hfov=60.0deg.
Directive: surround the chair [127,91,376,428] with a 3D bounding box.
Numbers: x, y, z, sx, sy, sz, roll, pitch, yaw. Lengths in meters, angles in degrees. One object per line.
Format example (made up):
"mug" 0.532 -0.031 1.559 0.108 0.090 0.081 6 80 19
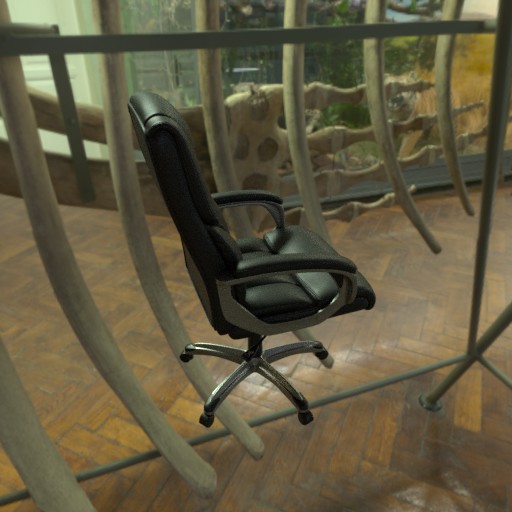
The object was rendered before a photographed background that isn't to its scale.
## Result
"chair" 0.000 0.000 1.620 0.739 1.155 0.663 -10 30 -17
